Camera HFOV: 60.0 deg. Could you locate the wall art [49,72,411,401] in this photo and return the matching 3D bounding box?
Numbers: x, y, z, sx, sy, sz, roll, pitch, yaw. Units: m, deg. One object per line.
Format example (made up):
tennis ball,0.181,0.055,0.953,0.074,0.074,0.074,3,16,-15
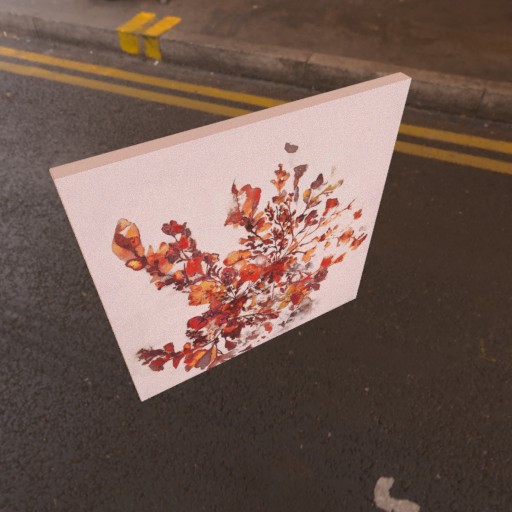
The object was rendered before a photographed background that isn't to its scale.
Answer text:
wall art,0.000,0.000,1.483,1.009,1.009,0.049,-22,50,-20
